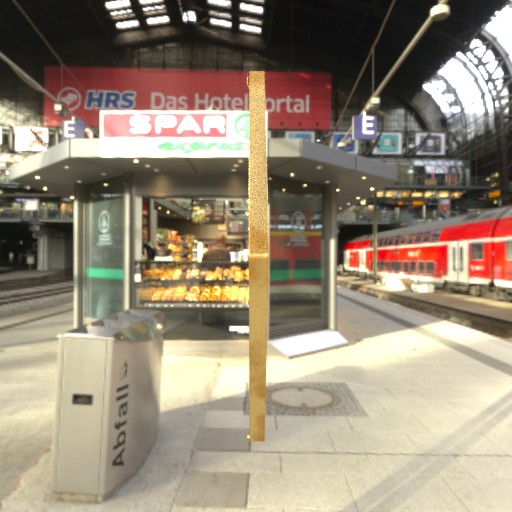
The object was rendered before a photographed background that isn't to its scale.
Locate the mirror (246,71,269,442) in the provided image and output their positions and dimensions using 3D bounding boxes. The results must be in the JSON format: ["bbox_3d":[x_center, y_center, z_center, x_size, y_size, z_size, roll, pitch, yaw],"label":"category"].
[{"bbox_3d":[0.000,0.000,0.813,0.032,0.679,0.419,0,0,-1],"label":"mirror"}]
